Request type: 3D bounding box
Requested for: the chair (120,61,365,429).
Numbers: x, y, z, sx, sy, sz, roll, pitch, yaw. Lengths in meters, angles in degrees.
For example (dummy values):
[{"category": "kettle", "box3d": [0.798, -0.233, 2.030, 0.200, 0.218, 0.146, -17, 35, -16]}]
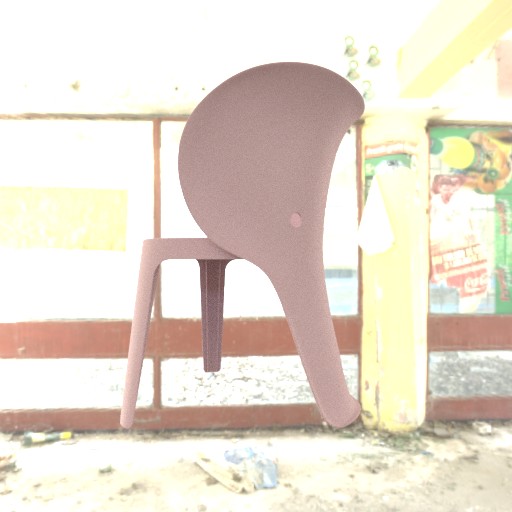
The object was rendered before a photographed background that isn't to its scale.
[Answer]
[{"category": "chair", "box3d": [0.000, 0.000, 0.841, 0.402, 0.554, 0.451, 0, 0, 17]}]
